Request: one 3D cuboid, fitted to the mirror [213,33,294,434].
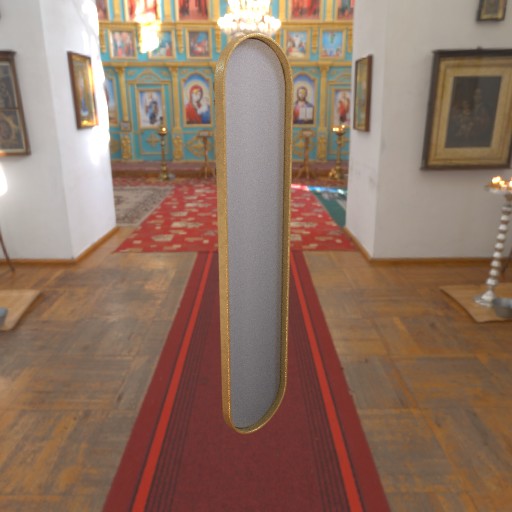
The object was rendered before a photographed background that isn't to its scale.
[{"bbox_3d":[0.000,0.000,1.093,0.032,0.991,0.222,16,23,42],"label":"mirror"}]
